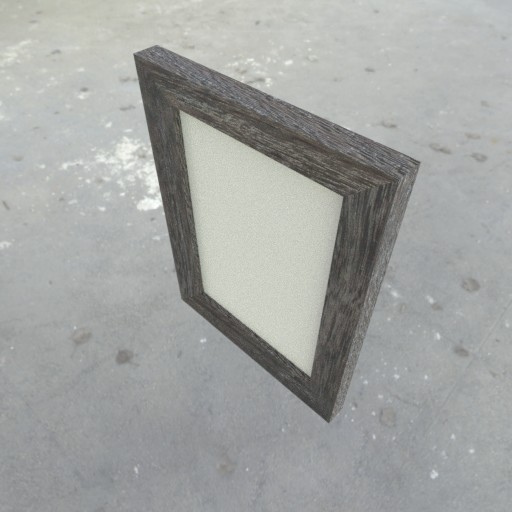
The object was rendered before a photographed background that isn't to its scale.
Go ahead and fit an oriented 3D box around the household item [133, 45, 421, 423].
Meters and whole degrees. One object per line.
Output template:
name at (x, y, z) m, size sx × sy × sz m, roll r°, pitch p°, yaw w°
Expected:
household item at (0.000, 0.000, 0.277) m, size 0.160 × 0.210 × 0.020 m, roll 35°, pitch 55°, yaw 28°
